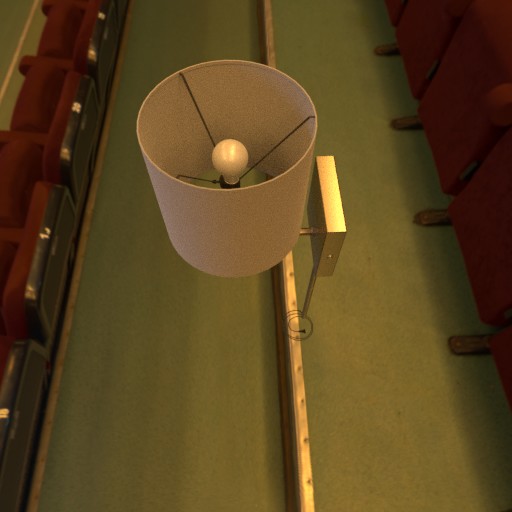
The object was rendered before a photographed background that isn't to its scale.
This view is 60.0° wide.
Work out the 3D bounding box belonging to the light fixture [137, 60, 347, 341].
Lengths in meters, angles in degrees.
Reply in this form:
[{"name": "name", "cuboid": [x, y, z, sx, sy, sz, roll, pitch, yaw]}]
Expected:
[{"name": "light fixture", "cuboid": [0.000, 0.000, 0.720, 0.248, 0.589, 0.188, -2, 61, -1]}]
